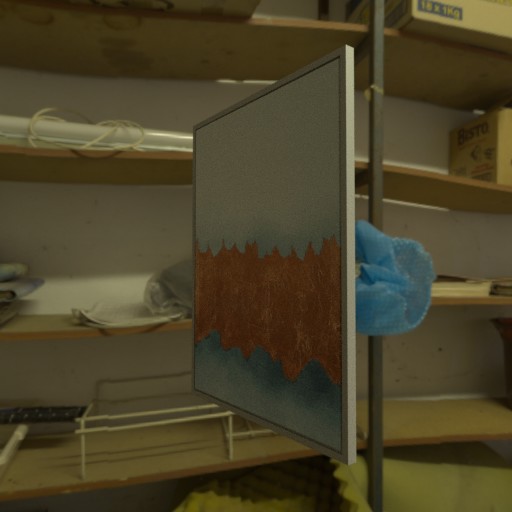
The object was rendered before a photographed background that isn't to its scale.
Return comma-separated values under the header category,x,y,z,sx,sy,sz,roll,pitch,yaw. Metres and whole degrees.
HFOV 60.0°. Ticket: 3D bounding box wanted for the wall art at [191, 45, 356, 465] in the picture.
category,x,y,z,sx,sy,sz,roll,pitch,yaw
wall art,0.000,0.000,1.421,0.034,1.042,0.789,1,-2,-37
